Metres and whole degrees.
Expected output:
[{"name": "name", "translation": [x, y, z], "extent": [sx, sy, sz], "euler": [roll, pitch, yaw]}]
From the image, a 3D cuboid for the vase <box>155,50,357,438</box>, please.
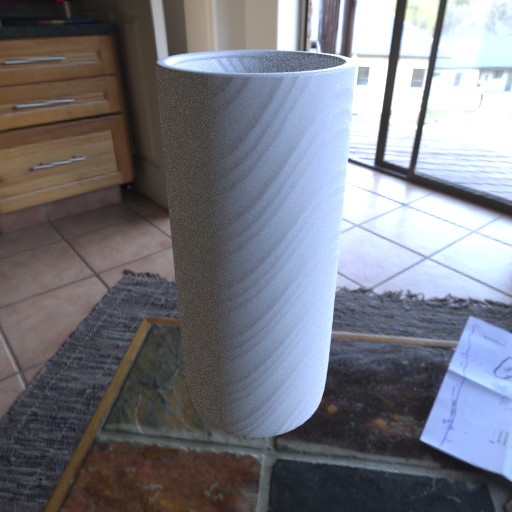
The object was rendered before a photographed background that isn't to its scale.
[{"name": "vase", "translation": [0.000, 0.000, 0.387], "extent": [0.143, 0.316, 0.143], "euler": [0, 30, 0]}]
